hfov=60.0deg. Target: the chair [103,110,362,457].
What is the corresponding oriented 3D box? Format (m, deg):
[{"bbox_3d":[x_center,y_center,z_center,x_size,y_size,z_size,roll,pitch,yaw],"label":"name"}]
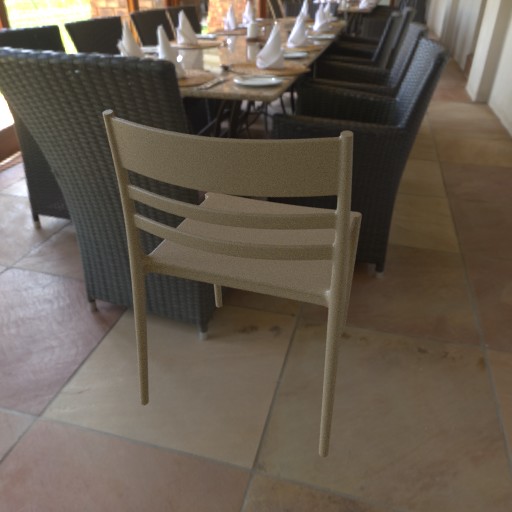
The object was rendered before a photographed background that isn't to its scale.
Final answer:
[{"bbox_3d":[0.000,0.000,1.155,0.531,0.800,0.511,10,33,16],"label":"chair"}]
